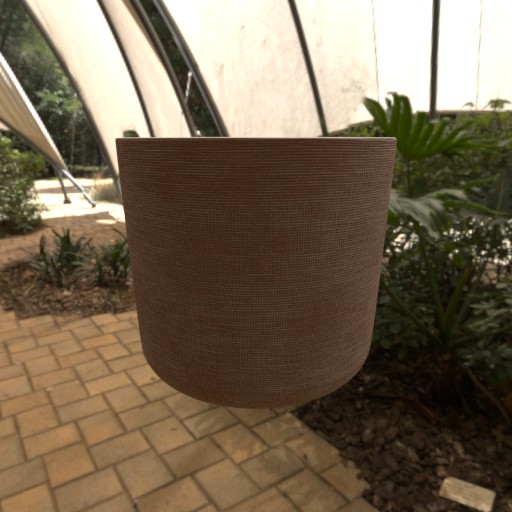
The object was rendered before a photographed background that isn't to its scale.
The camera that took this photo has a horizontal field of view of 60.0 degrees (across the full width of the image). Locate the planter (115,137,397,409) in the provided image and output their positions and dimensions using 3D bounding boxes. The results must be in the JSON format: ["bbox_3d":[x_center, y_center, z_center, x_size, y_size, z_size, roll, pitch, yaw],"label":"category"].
[{"bbox_3d":[0.000,0.000,0.774,0.440,0.398,0.440,0,15,0],"label":"planter"}]
